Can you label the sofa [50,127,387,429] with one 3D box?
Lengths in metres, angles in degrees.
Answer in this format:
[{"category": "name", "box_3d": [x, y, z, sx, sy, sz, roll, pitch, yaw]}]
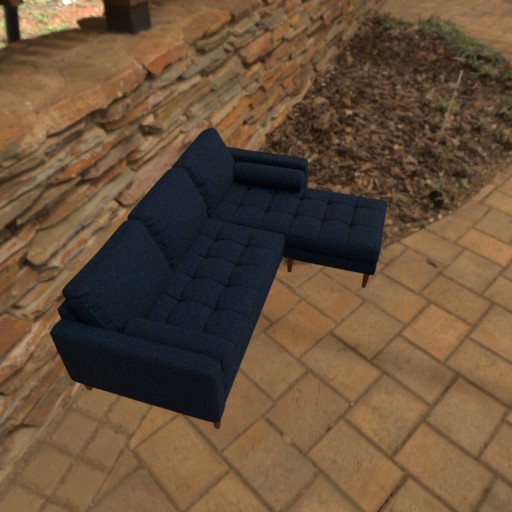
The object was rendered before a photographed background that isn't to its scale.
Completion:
[{"category": "sofa", "box_3d": [0.000, 0.000, 3.004, 1.613, 0.841, 2.185, 12, 43, 13]}]
